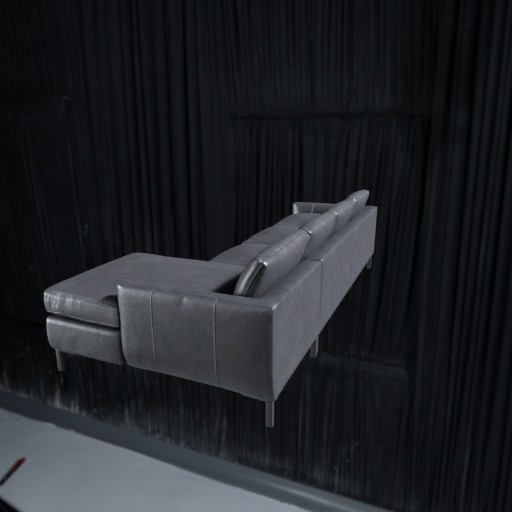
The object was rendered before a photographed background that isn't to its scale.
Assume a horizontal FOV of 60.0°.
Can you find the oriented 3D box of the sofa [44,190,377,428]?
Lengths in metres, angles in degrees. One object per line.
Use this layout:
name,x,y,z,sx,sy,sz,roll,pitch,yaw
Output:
sofa,0.000,0.000,3.628,1.471,0.859,2.993,7,17,23
